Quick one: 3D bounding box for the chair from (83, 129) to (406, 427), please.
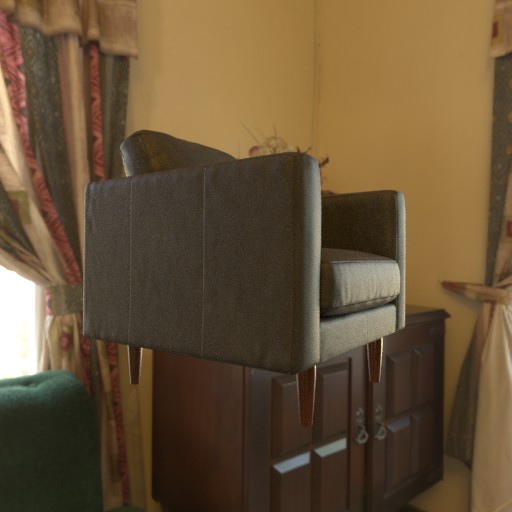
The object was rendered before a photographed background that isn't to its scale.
[{"bbox_3d":[0.000,0.000,1.578,0.879,0.898,0.831,0,-1,35],"label":"chair"}]
